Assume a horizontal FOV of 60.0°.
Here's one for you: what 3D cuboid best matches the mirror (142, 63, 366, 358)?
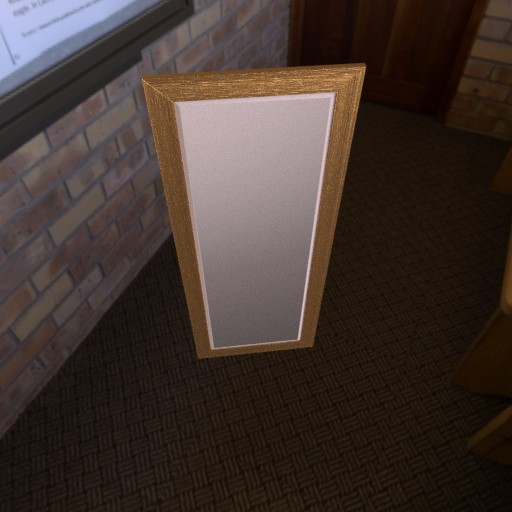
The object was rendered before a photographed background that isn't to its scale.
[{"bbox_3d":[0.000,0.000,2.367,0.812,2.031,0.025,-5,49,-4],"label":"mirror"}]
